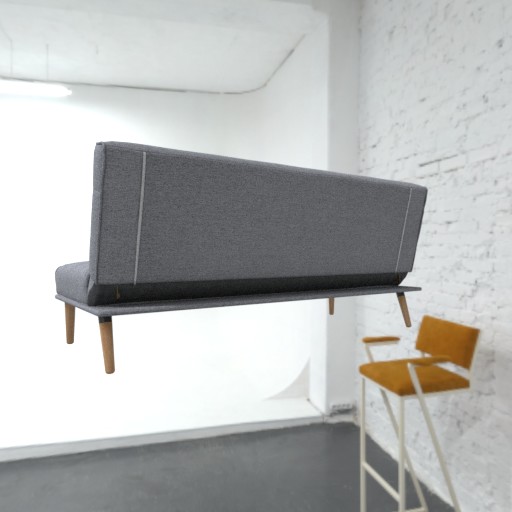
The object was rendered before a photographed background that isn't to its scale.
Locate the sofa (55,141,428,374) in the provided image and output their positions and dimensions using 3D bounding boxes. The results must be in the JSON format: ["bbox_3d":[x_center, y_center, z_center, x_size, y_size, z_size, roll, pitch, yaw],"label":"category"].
[{"bbox_3d":[0.000,0.000,2.323,1.820,0.830,0.810,0,1,-35],"label":"sofa"}]
